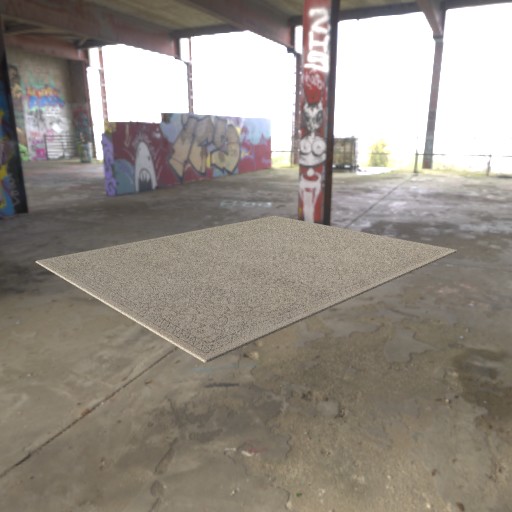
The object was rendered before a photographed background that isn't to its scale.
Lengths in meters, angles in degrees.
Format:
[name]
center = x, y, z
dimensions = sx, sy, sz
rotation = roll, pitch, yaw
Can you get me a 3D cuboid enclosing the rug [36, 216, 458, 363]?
[rug]
center = 0.000, 0.000, 4.079
dimensions = 3.050, 0.015, 2.441
rotation = -15, 22, -42
